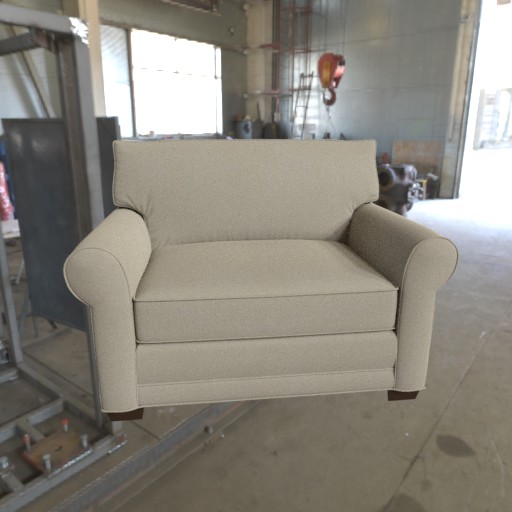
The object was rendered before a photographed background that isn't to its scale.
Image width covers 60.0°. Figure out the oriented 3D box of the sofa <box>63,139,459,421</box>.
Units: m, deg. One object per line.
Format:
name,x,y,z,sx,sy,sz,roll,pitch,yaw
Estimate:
sofa,0.000,0.000,2.001,1.405,1.006,0.937,-2,16,-7
